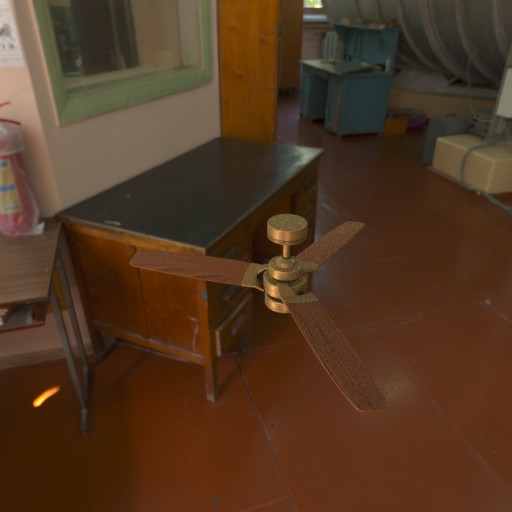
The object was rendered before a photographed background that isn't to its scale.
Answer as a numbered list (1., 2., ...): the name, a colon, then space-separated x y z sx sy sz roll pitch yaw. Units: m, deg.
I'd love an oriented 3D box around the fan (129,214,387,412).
1. fan: 0.000 0.000 2.077 1.271 0.425 1.416 9 31 14
